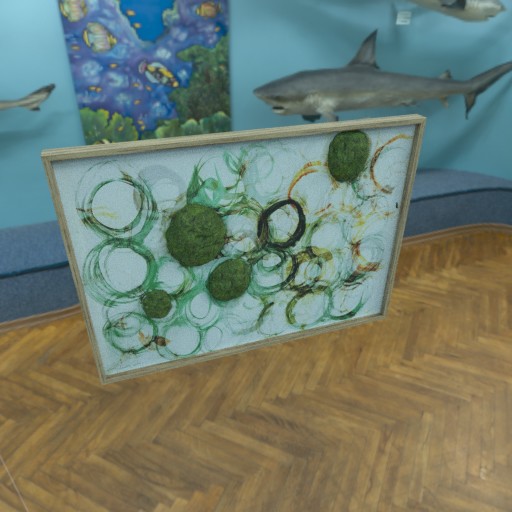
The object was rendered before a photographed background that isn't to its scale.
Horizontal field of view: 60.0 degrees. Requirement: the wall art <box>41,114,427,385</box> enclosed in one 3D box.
[{"bbox_3d":[0.000,0.000,1.097,0.841,0.609,0.063,-10,33,-16],"label":"wall art"}]
